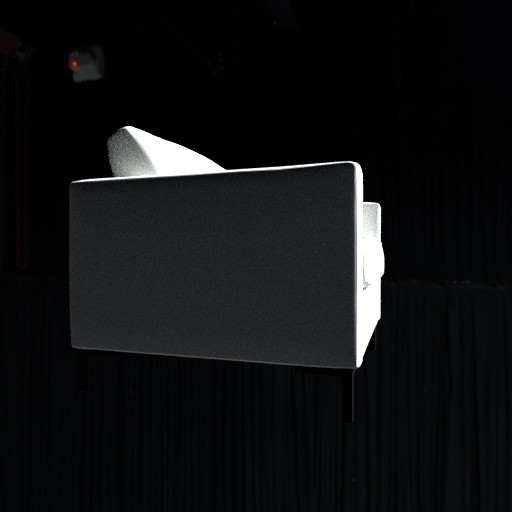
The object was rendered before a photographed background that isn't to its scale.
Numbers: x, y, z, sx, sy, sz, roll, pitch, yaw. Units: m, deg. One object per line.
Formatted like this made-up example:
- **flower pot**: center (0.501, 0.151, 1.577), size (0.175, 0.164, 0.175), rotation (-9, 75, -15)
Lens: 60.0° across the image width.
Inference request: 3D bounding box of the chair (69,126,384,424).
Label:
- **chair**: center (0.000, 0.000, 1.613), size (0.875, 0.806, 0.964), rotation (0, 0, 19)
